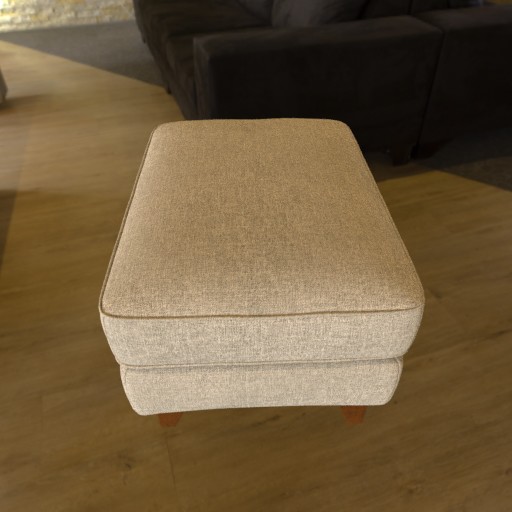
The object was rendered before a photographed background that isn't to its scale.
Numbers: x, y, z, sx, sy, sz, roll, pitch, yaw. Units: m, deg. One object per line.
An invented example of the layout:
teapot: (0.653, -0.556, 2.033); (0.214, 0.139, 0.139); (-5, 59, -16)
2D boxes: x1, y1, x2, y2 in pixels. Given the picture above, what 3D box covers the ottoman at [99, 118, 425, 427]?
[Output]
ottoman: (0.000, 0.000, 1.304); (0.661, 0.561, 0.889); (-1, 41, -2)
